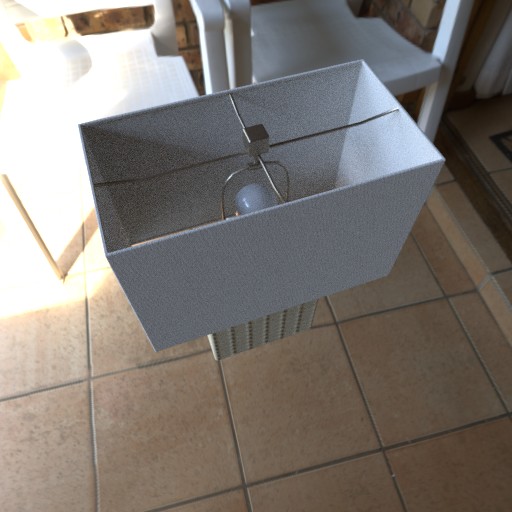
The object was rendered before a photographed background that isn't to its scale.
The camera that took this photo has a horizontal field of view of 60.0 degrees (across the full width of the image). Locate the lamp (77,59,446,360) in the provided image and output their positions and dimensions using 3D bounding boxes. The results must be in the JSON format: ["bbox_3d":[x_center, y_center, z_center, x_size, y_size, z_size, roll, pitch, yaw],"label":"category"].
[{"bbox_3d":[0.000,0.000,0.715,0.380,0.515,0.200,-17,59,-11],"label":"lamp"}]
